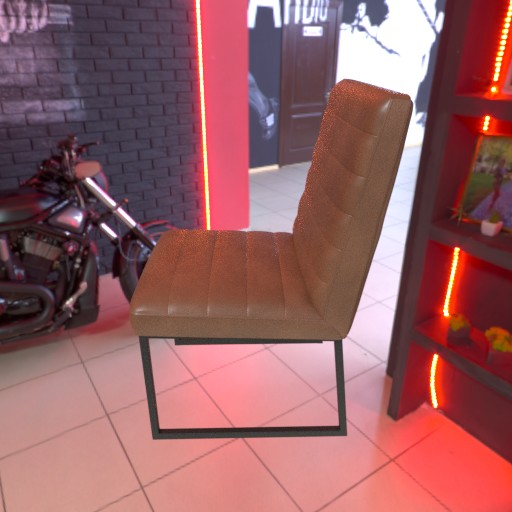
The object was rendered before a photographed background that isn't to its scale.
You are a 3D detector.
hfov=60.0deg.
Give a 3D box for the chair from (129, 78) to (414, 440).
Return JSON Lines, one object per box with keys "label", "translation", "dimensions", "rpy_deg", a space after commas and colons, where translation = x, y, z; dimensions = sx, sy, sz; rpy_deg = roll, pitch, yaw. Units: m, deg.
{"label": "chair", "translation": [0.000, 0.000, 1.277], "dimensions": [0.634, 0.930, 0.520], "rpy_deg": [-1, 25, -1]}
